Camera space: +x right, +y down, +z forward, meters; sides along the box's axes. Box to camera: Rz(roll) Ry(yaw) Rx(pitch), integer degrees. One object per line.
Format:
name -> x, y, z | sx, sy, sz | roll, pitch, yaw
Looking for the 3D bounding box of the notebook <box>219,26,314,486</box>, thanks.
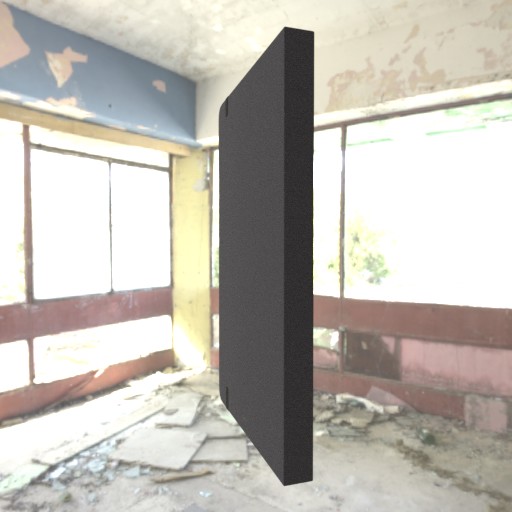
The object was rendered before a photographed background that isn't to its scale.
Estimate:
notebook -> 0.000, 0.000, 0.267 | 0.016, 0.213, 0.127 | 0, 1, -18
